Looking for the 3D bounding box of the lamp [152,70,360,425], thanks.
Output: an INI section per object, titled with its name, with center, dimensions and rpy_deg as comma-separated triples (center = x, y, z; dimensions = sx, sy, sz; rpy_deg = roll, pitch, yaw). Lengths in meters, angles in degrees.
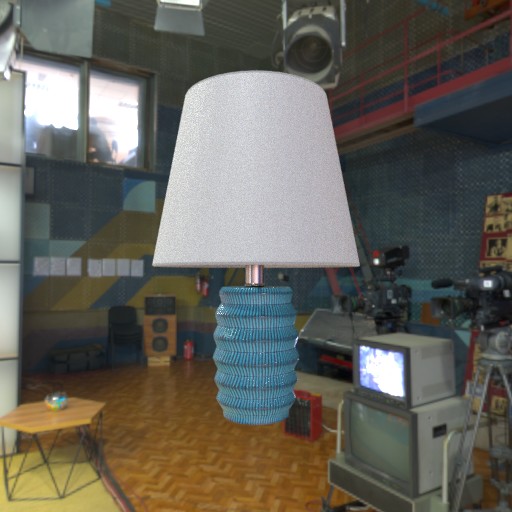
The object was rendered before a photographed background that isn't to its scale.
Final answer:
[lamp]
center = 0.000, 0.000, 0.558
dimensions = 0.254, 0.392, 0.254
rpy_deg = 0, -2, 0
